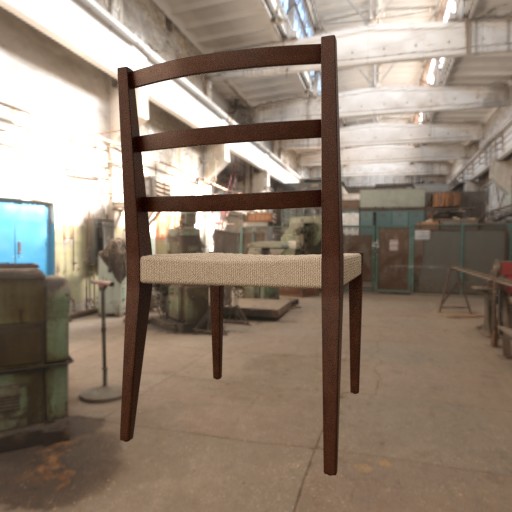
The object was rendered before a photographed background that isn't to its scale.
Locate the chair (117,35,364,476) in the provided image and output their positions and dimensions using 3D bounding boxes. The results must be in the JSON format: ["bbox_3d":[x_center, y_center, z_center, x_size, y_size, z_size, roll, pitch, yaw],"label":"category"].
[{"bbox_3d":[0.000,0.000,1.113,0.480,0.813,0.551,0,1,19],"label":"chair"}]
